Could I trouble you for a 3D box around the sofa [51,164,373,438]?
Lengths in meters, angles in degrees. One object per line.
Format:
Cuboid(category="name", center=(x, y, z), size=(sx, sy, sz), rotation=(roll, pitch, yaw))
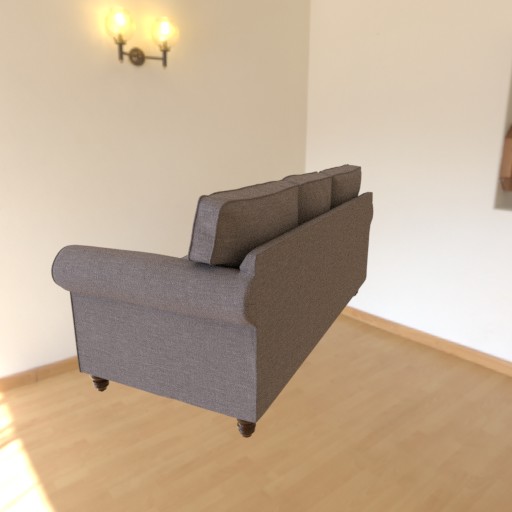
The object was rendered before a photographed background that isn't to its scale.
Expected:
Cuboid(category="sofa", center=(0.000, 0.000, 2.550), size=(0.916, 0.961, 2.084), rotation=(7, 17, 25))
